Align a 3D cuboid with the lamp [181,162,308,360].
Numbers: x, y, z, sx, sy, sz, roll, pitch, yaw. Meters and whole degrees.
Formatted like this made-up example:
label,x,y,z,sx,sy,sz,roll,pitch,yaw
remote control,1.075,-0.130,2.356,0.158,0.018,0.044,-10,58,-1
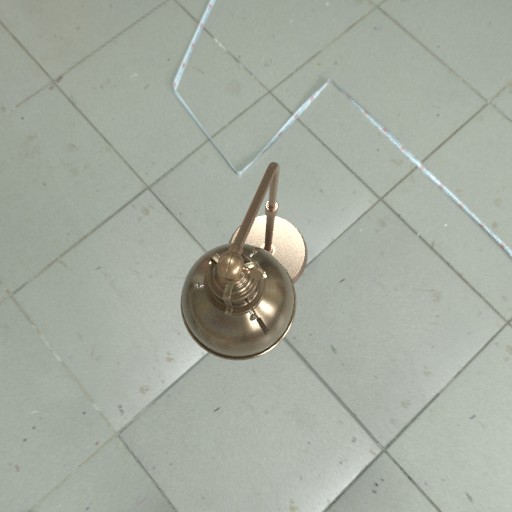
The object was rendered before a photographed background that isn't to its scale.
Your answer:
label,x,y,z,sx,sy,sz,roll,pitch,yaw
lamp,0.000,0.000,0.605,0.153,0.456,0.286,18,76,5
